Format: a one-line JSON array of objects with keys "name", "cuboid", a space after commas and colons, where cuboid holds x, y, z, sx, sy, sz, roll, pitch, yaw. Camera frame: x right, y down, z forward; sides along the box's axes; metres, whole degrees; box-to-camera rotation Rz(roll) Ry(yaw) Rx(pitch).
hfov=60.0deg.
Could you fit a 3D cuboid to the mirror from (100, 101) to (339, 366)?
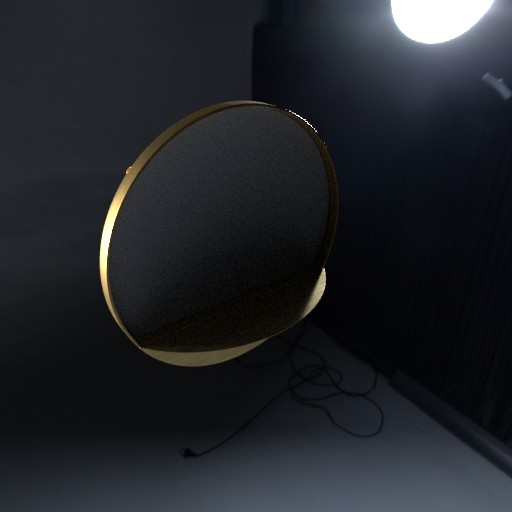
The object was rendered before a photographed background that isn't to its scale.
[{"name": "mirror", "cuboid": [0.000, 0.000, 0.711, 0.457, 0.457, 0.133, -20, 35, -32]}]
